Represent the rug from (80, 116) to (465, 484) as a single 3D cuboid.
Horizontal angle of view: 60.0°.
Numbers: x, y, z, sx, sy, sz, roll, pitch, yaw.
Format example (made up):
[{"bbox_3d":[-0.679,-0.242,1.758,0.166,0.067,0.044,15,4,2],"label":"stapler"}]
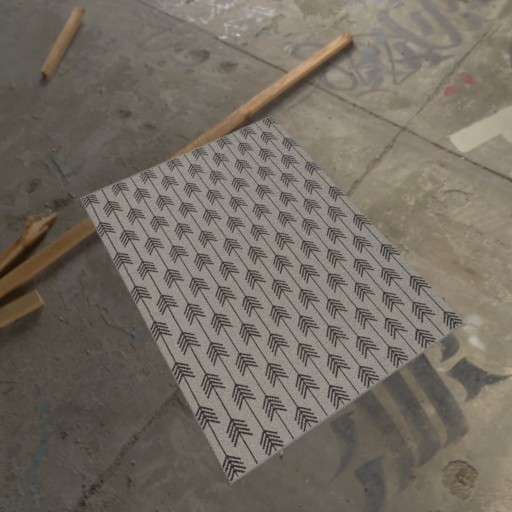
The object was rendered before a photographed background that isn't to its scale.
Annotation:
[{"bbox_3d":[0.000,0.000,4.153,2.330,0.010,3.061,-28,62,-16],"label":"rug"}]
